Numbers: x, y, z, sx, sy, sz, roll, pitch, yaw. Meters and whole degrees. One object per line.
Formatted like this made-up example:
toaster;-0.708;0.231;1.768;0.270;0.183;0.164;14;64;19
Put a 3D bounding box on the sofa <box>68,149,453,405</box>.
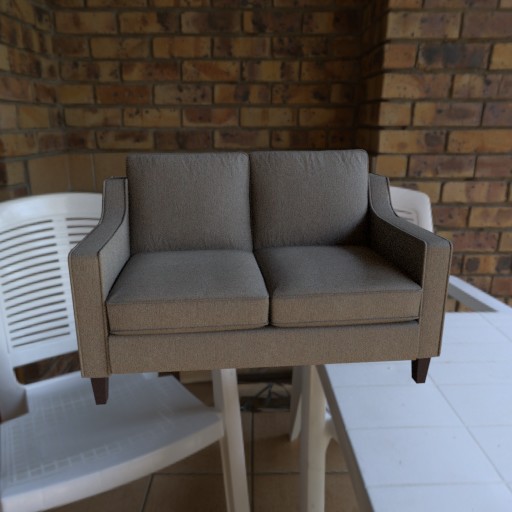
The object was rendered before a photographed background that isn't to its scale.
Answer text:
sofa;0.000;0.000;2.169;1.503;0.981;0.985;-2;17;-6
